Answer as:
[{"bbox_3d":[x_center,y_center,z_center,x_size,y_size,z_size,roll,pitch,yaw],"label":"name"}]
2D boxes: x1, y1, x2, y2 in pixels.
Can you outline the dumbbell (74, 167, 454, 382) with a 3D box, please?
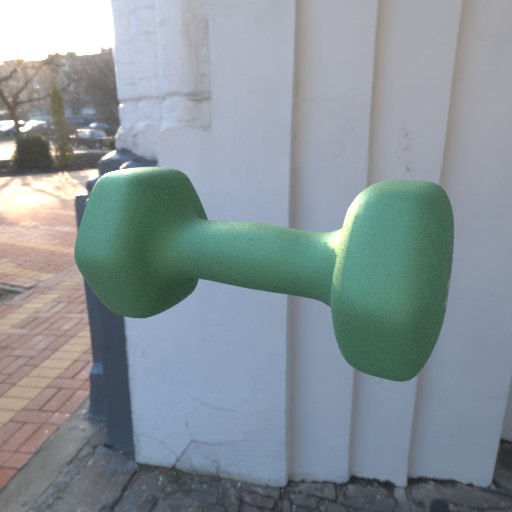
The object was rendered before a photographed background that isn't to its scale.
[{"bbox_3d":[0.000,0.000,0.321,0.260,0.117,0.129,8,18,26],"label":"dumbbell"}]
